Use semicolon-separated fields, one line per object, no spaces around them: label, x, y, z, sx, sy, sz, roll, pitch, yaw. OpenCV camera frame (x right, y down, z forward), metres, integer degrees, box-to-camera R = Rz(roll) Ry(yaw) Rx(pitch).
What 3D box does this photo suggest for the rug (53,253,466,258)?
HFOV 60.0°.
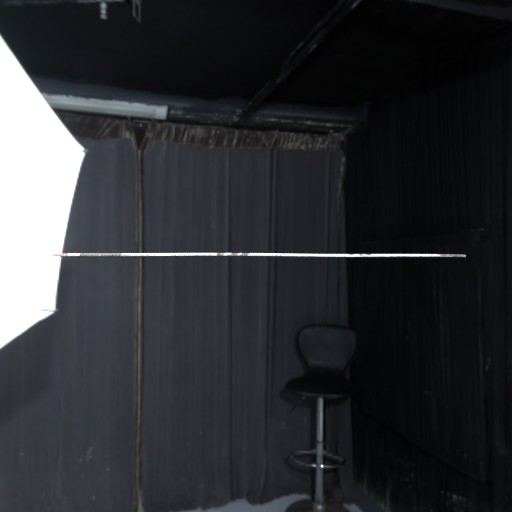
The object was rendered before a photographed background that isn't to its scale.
rug;0.000;0.000;3.076;2.446;0.017;1.530;0;0;-17
